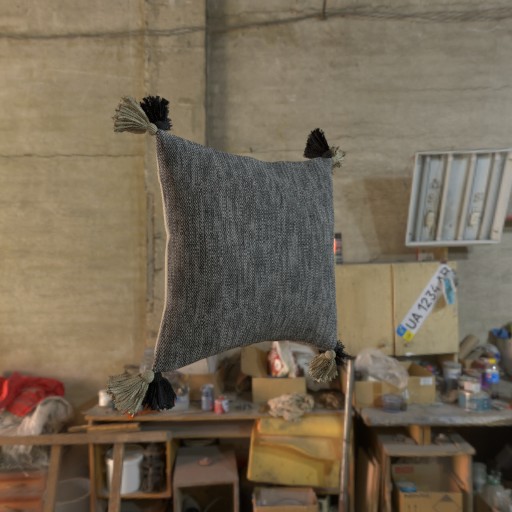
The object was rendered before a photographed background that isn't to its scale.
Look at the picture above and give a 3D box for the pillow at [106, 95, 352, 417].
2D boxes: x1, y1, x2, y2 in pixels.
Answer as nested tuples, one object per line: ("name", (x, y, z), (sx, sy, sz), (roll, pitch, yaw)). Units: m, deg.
("pillow", (0.000, 0.000, 0.993), (0.654, 0.659, 0.170), (0, 0, -34))
